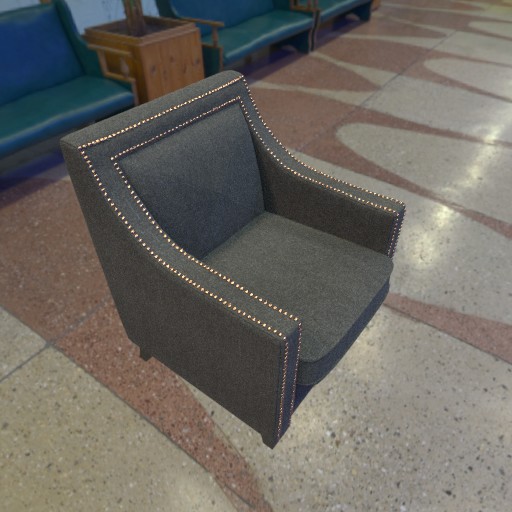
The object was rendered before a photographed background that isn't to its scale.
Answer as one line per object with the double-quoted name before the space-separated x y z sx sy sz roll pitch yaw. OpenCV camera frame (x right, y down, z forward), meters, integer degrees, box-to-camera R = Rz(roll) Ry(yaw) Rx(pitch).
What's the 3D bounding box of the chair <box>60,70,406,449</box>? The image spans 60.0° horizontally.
"chair" 0.000 0.000 1.608 0.884 0.967 0.776 26 47 27
